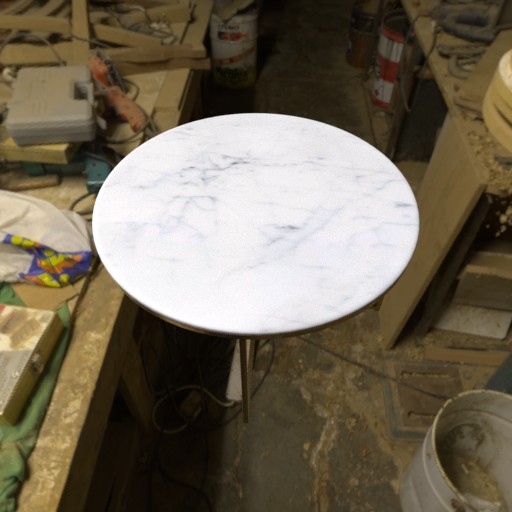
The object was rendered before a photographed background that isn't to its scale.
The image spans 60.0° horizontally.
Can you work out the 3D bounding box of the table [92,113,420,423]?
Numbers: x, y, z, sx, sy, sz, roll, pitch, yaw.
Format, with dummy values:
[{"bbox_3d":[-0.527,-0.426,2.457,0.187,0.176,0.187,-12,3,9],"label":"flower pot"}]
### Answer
[{"bbox_3d":[0.000,0.000,1.278,0.800,0.450,0.800,0,48,0],"label":"table"}]
